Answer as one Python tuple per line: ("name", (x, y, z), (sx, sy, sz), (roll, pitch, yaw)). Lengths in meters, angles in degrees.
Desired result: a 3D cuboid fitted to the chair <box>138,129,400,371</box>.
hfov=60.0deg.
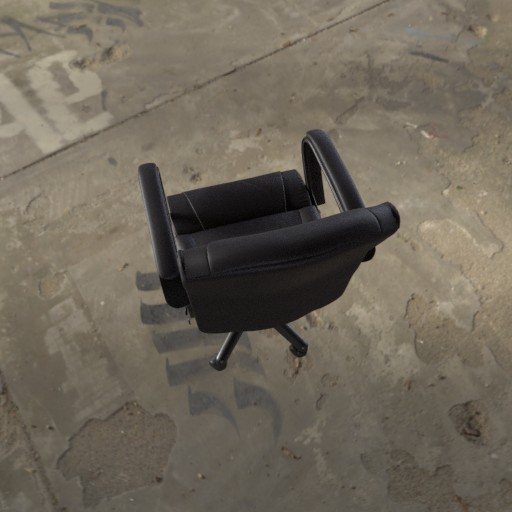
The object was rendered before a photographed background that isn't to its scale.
("chair", (0.000, 0.000, 1.366), (0.576, 0.998, 0.641), (-13, 60, -8))
